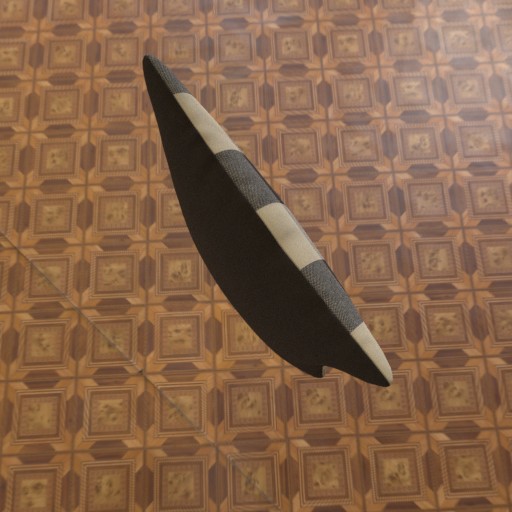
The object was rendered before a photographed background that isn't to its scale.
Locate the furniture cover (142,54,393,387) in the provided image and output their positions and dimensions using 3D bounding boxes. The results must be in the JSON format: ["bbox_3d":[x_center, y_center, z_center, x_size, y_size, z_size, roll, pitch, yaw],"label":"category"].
[{"bbox_3d":[0.000,0.000,0.775,0.161,0.509,0.511,-34,78,-8],"label":"furniture cover"}]
